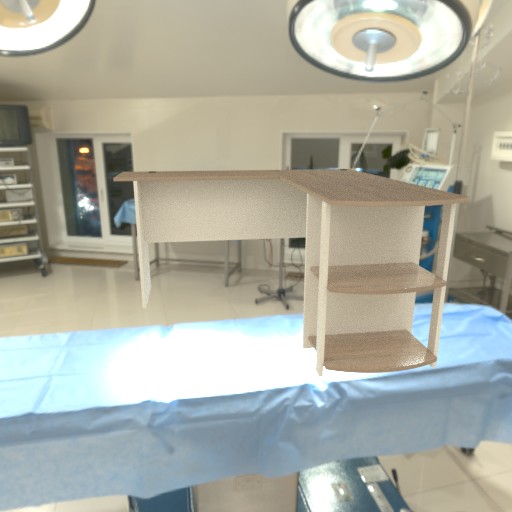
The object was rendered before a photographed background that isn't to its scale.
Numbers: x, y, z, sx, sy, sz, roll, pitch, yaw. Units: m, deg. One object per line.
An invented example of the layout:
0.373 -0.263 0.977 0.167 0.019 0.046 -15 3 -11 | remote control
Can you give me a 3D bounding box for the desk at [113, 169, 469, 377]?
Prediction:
0.000 0.000 2.137 1.361 0.716 1.303 -2 16 -8 | desk
